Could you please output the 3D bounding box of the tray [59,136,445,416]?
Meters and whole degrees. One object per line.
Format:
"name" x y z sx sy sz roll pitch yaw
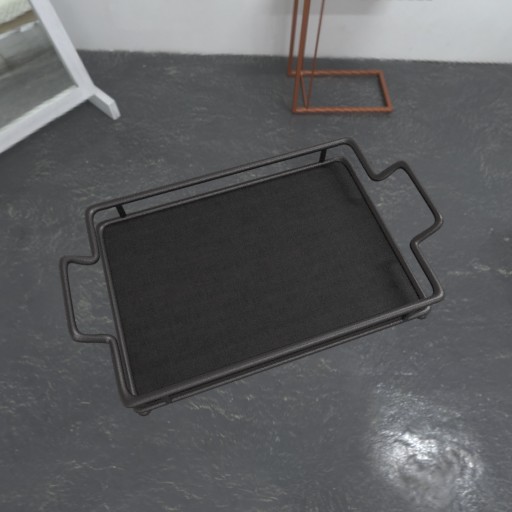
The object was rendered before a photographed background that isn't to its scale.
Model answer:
"tray" 0.000 0.000 0.615 0.495 0.101 0.297 -17 63 -9
